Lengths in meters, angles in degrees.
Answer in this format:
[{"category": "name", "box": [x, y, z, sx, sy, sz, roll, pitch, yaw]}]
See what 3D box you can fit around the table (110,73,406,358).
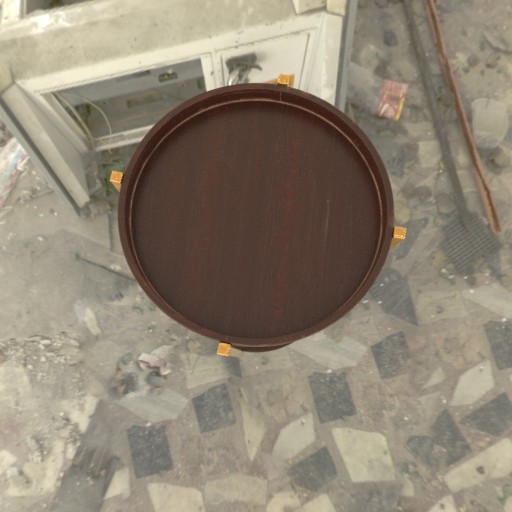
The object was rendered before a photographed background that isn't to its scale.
[{"category": "table", "box": [0.000, 0.000, 0.885, 0.400, 0.610, 0.400, 11, 77, 3]}]
